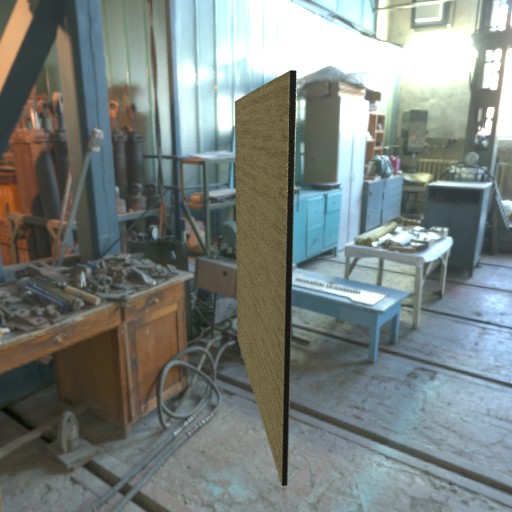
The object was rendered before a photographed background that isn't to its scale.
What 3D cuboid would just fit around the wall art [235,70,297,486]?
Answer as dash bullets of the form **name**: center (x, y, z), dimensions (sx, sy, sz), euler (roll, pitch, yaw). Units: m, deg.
- **wall art**: center (0.000, 0.000, 0.795), dimensions (0.009, 0.559, 0.483), euler (-3, 16, -10)
